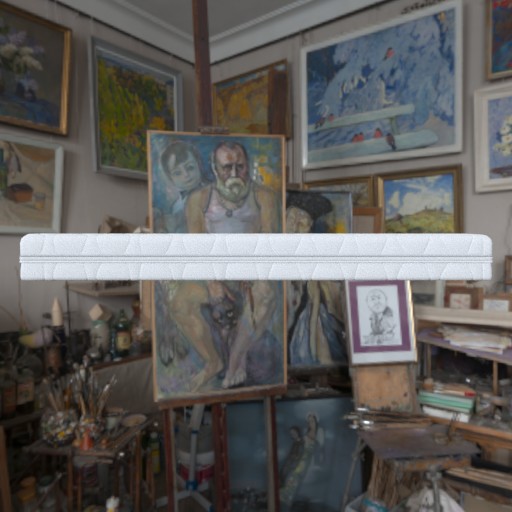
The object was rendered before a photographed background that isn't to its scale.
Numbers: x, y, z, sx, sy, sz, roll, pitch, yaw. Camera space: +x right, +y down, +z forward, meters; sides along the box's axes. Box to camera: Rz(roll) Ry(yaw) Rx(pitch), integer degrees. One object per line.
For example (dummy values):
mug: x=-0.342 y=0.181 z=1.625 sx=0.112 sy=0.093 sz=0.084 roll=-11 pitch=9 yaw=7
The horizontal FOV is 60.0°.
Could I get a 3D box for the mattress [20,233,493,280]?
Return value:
mattress: x=0.000 y=0.000 z=2.312 sx=2.000 sy=0.200 sz=0.900 roll=0 pitch=1 yaw=0
